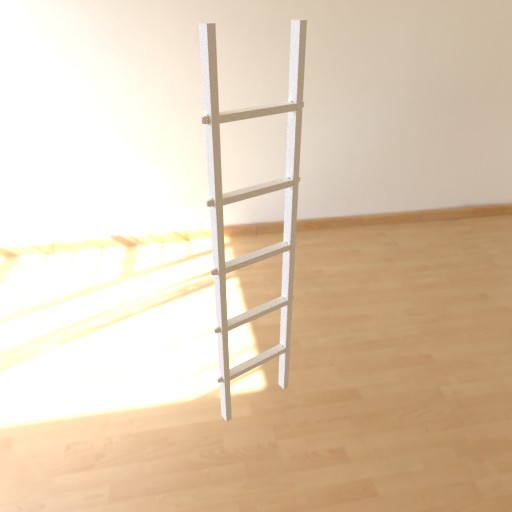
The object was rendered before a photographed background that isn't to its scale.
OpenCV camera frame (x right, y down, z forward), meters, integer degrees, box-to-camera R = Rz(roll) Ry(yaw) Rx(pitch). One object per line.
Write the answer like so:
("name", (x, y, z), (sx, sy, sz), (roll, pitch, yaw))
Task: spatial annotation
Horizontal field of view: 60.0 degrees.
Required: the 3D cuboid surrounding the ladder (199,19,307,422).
("ladder", (0.000, 0.000, 1.918), (0.452, 1.797, 0.051), (-20, 36, -30))
